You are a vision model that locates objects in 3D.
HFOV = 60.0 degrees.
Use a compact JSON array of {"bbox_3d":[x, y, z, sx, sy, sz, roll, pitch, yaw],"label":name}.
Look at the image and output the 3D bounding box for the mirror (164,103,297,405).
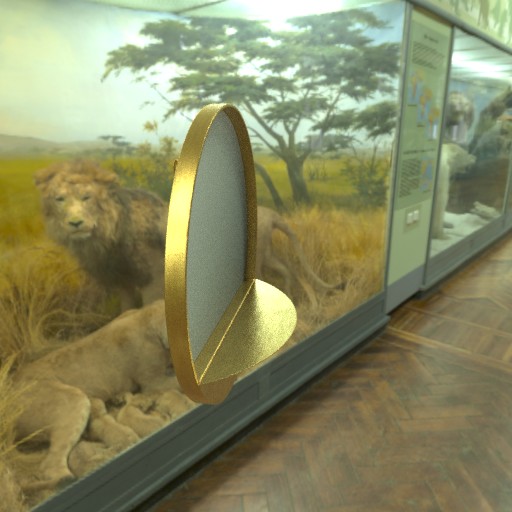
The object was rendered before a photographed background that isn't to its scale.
[{"bbox_3d":[0.000,0.000,0.703,0.133,0.457,0.457,3,17,10],"label":"mirror"}]
